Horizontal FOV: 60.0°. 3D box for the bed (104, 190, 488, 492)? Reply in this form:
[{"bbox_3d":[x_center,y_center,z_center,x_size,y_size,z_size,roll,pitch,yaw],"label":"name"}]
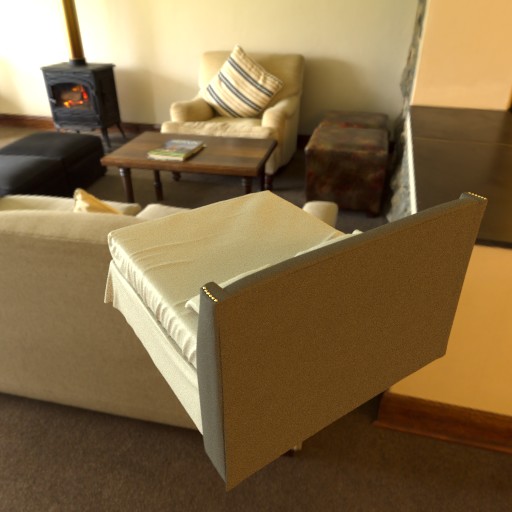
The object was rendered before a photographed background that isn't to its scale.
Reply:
[{"bbox_3d":[0.000,0.000,3.359,1.925,1.332,2.276,-19,35,-29],"label":"bed"}]
